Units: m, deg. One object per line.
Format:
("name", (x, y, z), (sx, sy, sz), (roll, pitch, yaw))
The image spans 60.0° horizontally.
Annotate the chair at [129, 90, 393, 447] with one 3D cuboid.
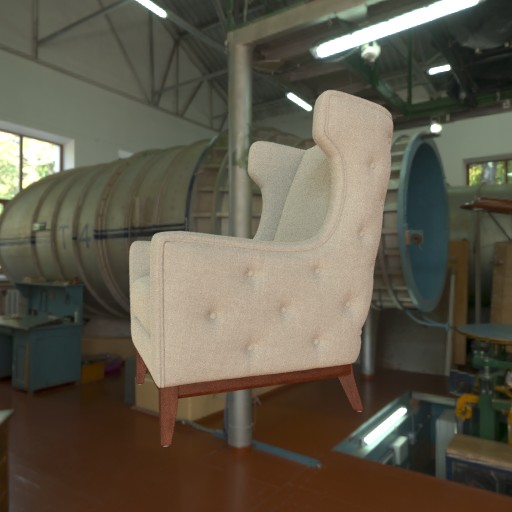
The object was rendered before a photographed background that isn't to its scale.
("chair", (0.000, 0.000, 1.707), (0.899, 1.079, 0.778), (0, -1, -21))
